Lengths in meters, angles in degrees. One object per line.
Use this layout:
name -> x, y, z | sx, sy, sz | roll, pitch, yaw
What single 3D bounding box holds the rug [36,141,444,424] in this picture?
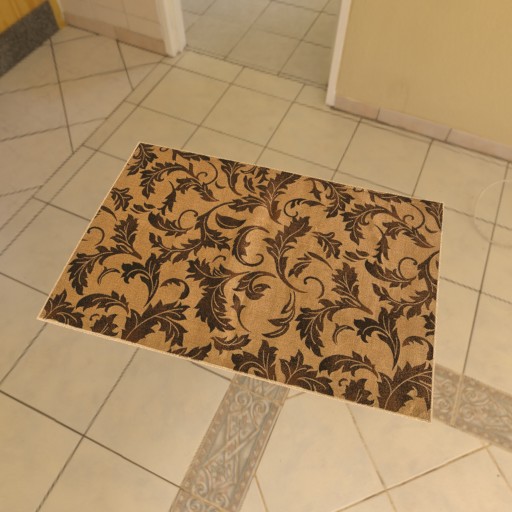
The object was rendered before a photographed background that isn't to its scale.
rug -> 0.000, 0.000, 2.829 | 2.284, 0.008, 1.522 | 13, 59, 8
